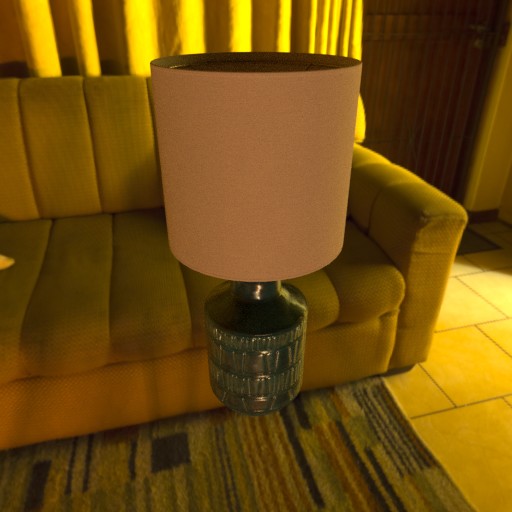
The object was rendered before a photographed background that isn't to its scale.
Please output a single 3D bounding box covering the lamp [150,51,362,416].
[{"bbox_3d":[0.000,0.000,0.560,0.211,0.455,0.211,-19,34,-31],"label":"lamp"}]
